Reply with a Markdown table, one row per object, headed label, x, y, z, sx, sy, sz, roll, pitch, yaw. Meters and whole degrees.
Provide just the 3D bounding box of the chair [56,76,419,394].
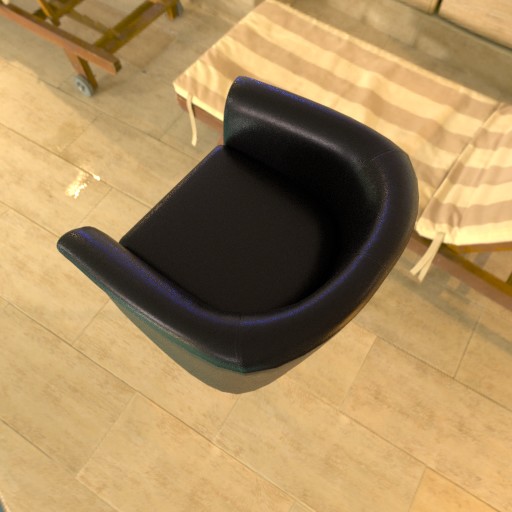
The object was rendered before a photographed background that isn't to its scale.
| label | x | y | z | sx | sy | sz | roll | pitch | yaw |
| --- | --- | --- | --- | --- | --- | --- | --- | --- | --- |
| chair | 0.000 | 0.000 | 1.381 | 0.727 | 0.756 | 0.793 | 35 | 68 | 16 |
